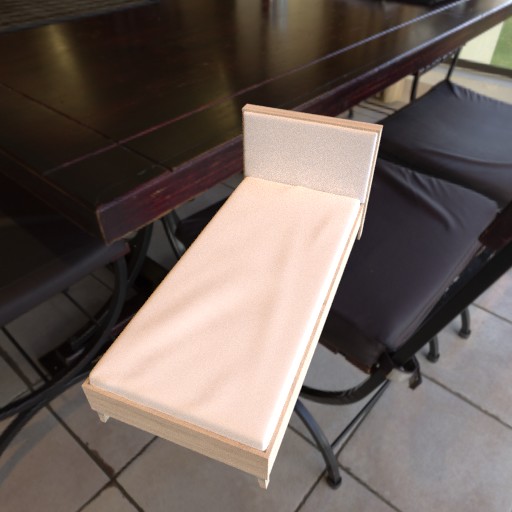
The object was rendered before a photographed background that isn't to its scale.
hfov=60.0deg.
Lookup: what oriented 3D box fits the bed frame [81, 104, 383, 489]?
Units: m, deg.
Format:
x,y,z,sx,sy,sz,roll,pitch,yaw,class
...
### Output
x,y,z,sx,sy,sz,roll,pitch,yaw,class
0.000,0.000,2.668,0.990,0.920,2.140,15,43,16,bed frame
